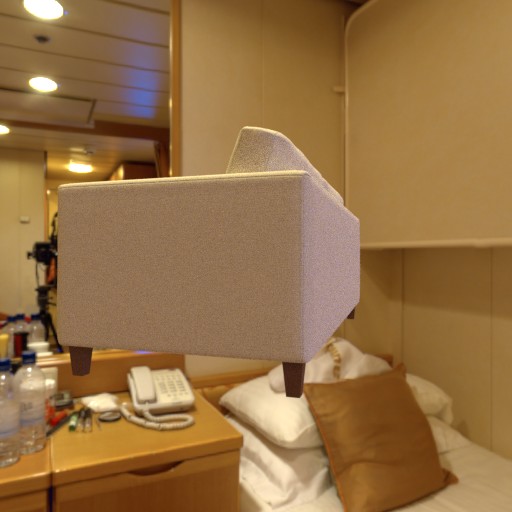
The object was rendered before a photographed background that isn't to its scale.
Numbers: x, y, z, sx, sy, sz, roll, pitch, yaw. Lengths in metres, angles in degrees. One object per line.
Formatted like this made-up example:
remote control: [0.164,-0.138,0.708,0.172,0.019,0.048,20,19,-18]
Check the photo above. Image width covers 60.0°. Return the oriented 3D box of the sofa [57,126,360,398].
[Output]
sofa: [0.000,0.000,2.404,0.965,0.889,1.981,0,0,18]
